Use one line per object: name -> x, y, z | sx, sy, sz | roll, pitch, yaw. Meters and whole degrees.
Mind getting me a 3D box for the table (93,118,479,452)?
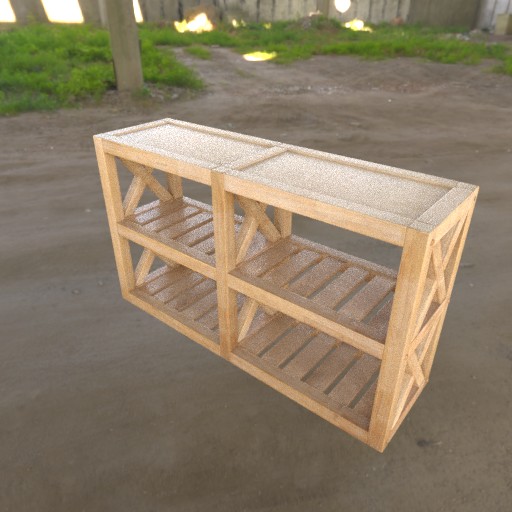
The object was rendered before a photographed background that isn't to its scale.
table -> 0.000, 0.000, 1.662 | 1.320, 0.762, 0.381 | 22, 37, 33
